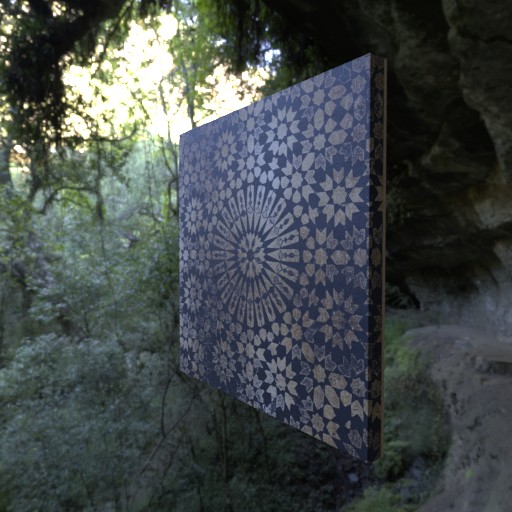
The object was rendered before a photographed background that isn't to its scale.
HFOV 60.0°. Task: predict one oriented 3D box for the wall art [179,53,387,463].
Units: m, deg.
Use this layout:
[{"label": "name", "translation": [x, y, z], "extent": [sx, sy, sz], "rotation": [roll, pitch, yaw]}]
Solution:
[{"label": "wall art", "translation": [0.000, 0.000, 0.912], "extent": [0.038, 0.612, 0.612], "rotation": [-1, 2, -37]}]
